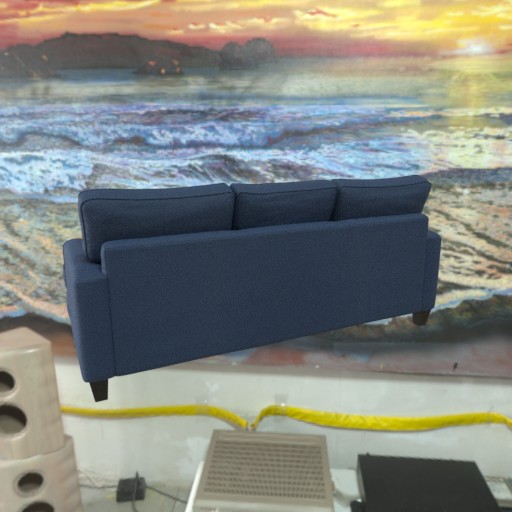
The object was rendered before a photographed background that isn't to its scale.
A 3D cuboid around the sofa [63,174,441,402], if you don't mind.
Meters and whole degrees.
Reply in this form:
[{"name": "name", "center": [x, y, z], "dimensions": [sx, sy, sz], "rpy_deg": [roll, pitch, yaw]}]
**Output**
[{"name": "sofa", "center": [0.000, 0.000, 2.719], "dimensions": [2.158, 0.965, 0.951], "rpy_deg": [-7, 16, -25]}]
